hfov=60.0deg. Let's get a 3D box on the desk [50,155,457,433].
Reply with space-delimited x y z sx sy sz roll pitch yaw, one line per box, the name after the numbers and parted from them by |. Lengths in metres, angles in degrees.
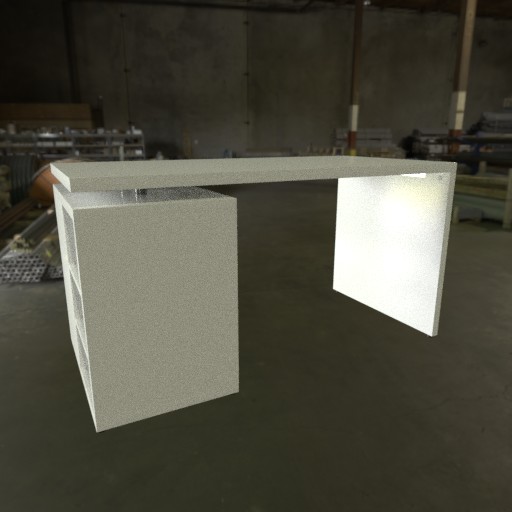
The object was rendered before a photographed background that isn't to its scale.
0.000 0.000 1.797 1.400 0.740 0.690 -8 17 -27 | desk
